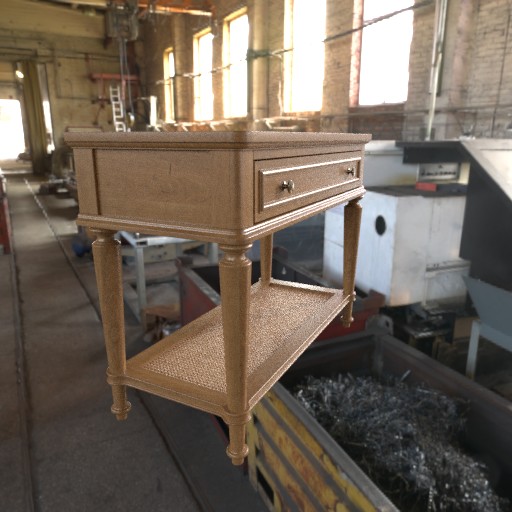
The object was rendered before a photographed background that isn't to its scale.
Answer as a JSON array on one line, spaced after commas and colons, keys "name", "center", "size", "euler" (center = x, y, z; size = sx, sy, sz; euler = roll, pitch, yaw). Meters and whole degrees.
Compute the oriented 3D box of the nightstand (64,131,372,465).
[{"name": "nightstand", "center": [0.000, 0.000, 1.314], "size": [0.432, 0.700, 0.914], "euler": [8, 17, 27]}]
